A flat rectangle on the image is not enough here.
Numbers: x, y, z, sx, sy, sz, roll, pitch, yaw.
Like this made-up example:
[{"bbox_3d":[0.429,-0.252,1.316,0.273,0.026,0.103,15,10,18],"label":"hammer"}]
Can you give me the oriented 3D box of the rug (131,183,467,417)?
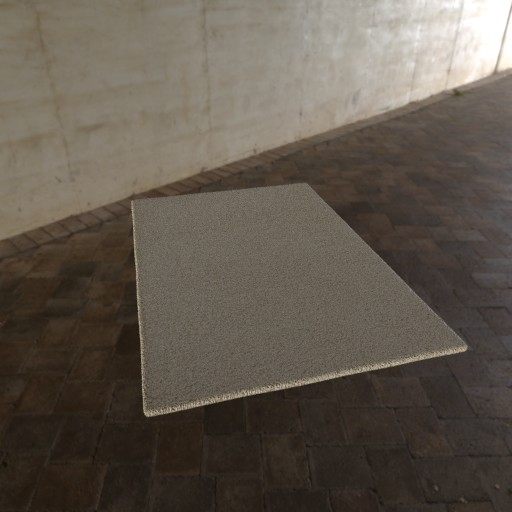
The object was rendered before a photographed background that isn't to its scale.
[{"bbox_3d":[0.000,0.000,2.304,1.219,0.030,1.778,-8,31,-13],"label":"rug"}]
